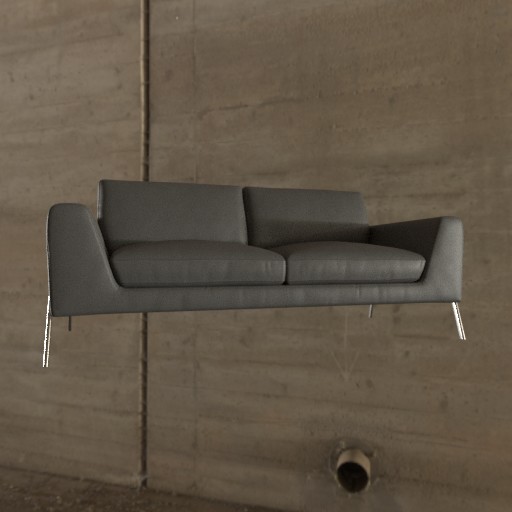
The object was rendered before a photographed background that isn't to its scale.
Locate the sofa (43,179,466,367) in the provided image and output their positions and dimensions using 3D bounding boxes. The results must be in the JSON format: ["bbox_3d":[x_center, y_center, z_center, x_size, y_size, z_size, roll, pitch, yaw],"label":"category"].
[{"bbox_3d":[0.000,0.000,2.462,2.017,0.875,0.953,0,0,-17],"label":"sofa"}]
